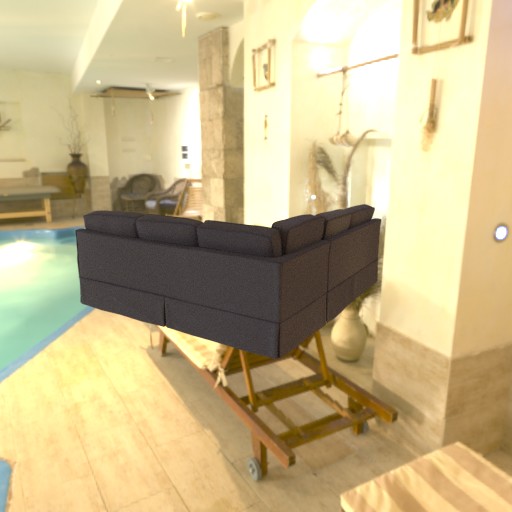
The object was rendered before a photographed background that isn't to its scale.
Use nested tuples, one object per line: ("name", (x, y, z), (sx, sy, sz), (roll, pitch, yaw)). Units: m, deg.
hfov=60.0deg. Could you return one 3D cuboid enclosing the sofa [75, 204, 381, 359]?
("sofa", (0.000, 0.000, 5.172), (3.773, 1.169, 2.874), (-7, 15, -26))
